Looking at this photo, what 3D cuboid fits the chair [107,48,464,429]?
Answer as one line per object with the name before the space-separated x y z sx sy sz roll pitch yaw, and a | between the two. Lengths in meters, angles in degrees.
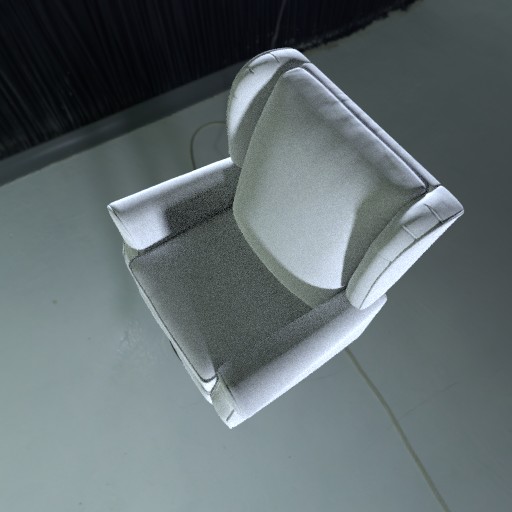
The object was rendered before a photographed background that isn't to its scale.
chair | 0.000 0.000 1.627 0.854 0.967 0.906 -32 68 -15
